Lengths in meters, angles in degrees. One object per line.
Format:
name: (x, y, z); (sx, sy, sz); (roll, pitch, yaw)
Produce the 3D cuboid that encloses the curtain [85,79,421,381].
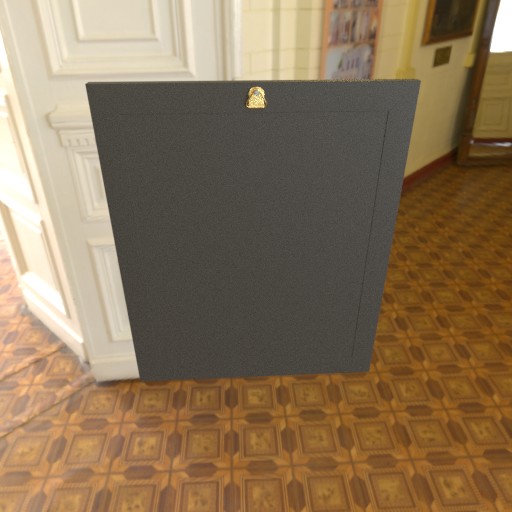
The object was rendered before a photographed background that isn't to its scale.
curtain: (0.000, 0.000, 0.790); (0.483, 0.585, 0.027); (-2, 31, -3)
